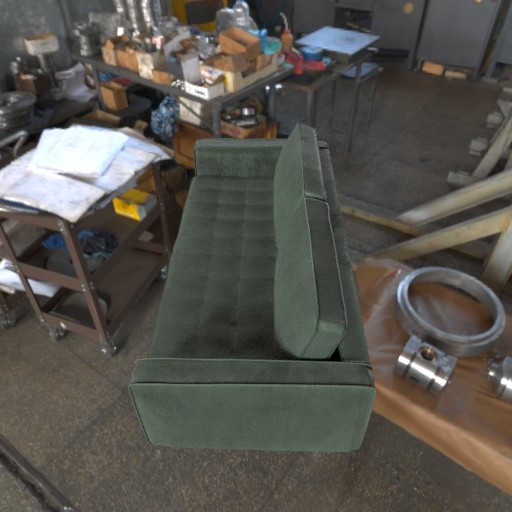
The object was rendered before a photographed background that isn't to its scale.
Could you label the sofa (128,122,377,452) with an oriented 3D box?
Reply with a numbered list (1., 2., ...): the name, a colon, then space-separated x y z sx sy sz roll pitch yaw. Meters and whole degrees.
1. sofa: 0.000 0.000 2.290 0.886 0.781 1.816 1 42 1
